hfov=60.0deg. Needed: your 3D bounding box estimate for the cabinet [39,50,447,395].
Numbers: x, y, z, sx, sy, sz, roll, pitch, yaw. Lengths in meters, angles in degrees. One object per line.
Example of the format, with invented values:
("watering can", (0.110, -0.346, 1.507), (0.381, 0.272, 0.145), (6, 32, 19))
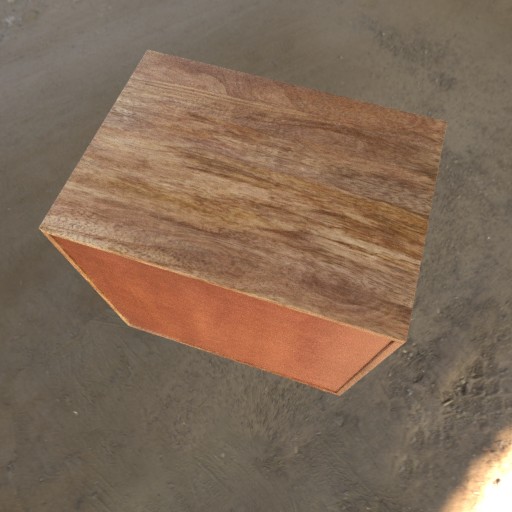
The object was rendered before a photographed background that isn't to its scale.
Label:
("cabinet", (0.000, 0.000, 1.171), (0.647, 0.758, 0.473), (17, 66, 8))
